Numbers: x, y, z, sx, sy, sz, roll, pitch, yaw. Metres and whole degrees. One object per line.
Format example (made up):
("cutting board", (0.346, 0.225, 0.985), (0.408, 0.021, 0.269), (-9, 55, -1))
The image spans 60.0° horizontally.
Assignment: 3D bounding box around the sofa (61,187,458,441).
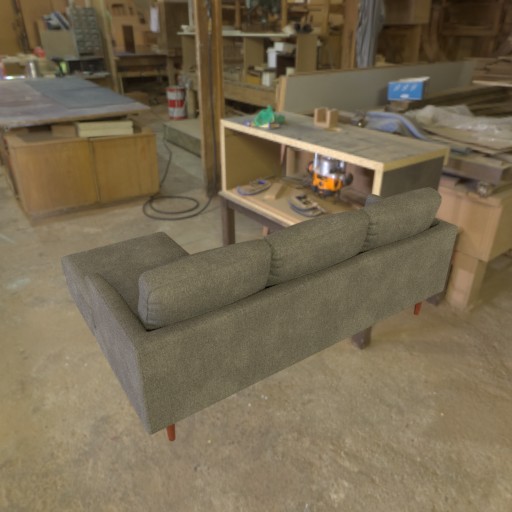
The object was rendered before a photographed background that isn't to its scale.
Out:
("sofa", (0.000, 0.000, 3.020), (2.233, 0.956, 1.504), (-18, 33, -30))
